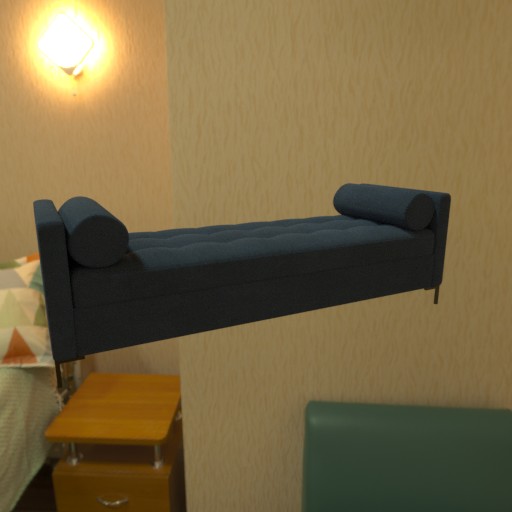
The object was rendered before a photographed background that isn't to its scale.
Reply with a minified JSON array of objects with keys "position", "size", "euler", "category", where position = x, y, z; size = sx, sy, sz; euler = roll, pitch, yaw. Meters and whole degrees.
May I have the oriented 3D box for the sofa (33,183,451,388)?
[{"position":[0.000,0.000,2.270],"size":[1.981,0.635,0.686],"euler":[-7,16,-26],"category":"sofa"}]
